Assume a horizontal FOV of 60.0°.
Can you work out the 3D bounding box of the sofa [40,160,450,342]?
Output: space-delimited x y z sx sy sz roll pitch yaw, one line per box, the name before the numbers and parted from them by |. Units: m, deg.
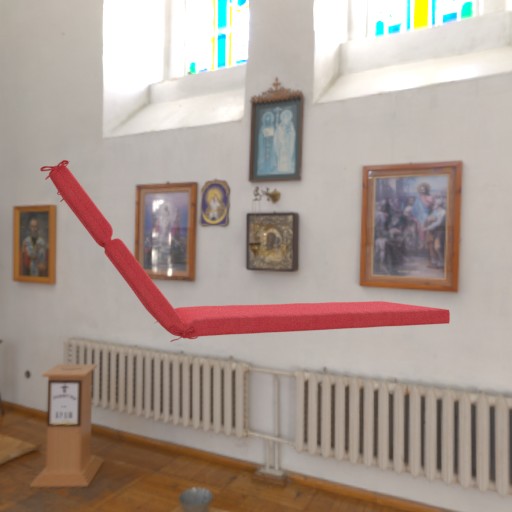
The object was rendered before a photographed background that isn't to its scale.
sofa | 0.000 0.000 1.951 1.663 0.622 0.582 0 -1 -19
